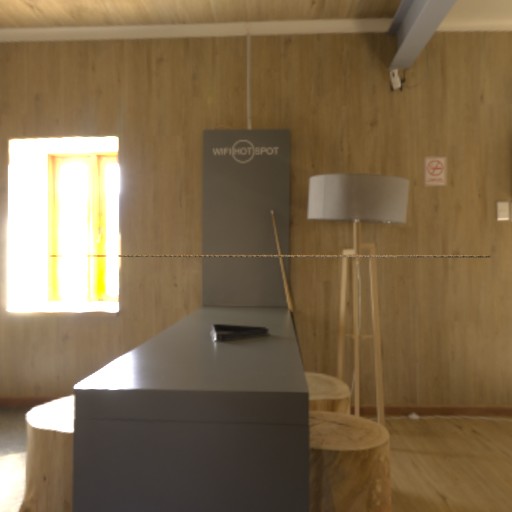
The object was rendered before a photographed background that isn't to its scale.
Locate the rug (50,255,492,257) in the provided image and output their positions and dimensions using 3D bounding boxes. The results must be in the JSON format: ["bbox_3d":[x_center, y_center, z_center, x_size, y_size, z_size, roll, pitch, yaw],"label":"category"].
[{"bbox_3d":[0.000,0.000,2.511,2.286,0.008,0.686,0,0,18],"label":"rug"}]
